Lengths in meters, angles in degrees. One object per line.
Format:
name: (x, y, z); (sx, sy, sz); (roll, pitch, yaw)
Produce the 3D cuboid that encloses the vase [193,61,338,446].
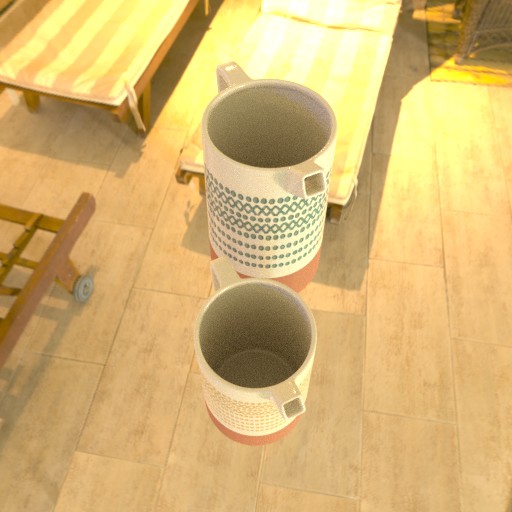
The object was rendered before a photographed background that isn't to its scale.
vase: (0.000, 0.000, 0.458); (0.168, 0.247, 0.326); (13, 59, 8)
